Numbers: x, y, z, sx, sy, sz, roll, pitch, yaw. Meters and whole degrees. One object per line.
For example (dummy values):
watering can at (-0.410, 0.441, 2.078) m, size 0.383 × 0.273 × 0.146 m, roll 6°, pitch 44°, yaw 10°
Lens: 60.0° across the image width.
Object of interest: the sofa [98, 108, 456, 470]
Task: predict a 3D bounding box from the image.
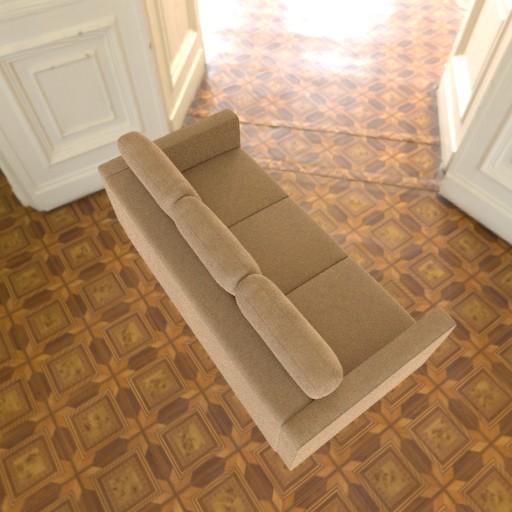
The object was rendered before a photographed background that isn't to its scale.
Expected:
sofa at (0.000, 0.000, 2.407) m, size 0.930 × 0.800 × 1.855 m, roll -30°, pitch 61°, yaw -19°
